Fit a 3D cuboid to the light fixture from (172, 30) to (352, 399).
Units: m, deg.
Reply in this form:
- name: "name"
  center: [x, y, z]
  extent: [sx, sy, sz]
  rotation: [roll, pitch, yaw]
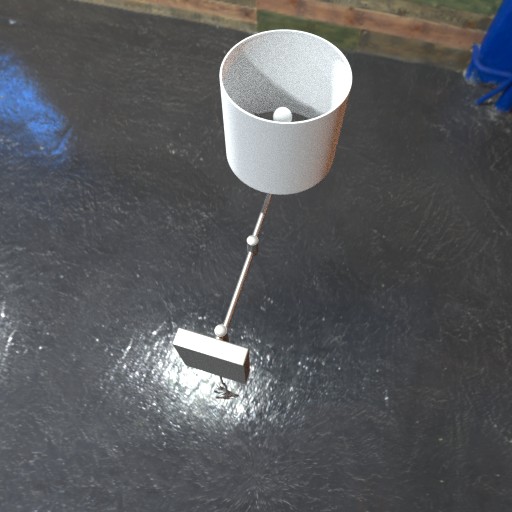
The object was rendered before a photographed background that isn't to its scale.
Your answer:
- name: "light fixture"
  center: [0.000, 0.000, 0.904]
  extent: [0.203, 0.651, 0.516]
  rotation: [15, 64, 8]
